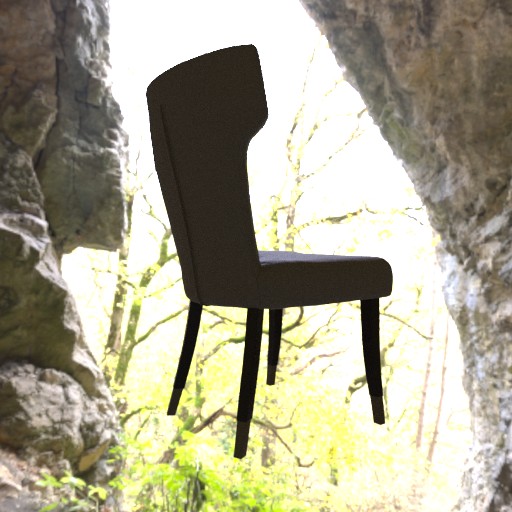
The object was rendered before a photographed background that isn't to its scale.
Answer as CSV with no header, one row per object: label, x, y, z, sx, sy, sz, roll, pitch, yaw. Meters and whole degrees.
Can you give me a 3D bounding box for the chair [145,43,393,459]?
chair,0.000,0.000,1.305,0.630,0.955,0.526,0,-1,-37
